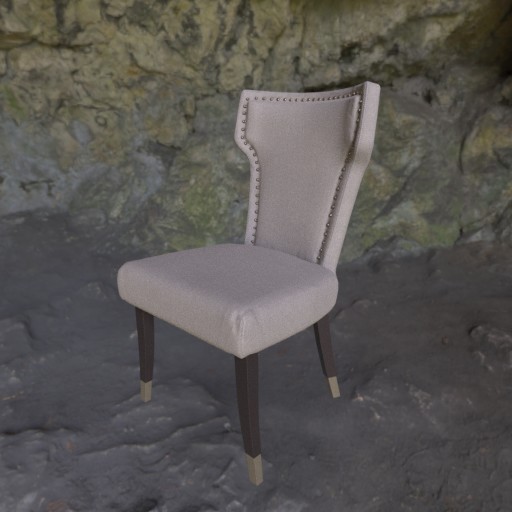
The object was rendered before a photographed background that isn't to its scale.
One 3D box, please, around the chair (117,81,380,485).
[{"bbox_3d":[0.000,0.000,1.300,0.526,0.955,0.630,15,22,42],"label":"chair"}]
